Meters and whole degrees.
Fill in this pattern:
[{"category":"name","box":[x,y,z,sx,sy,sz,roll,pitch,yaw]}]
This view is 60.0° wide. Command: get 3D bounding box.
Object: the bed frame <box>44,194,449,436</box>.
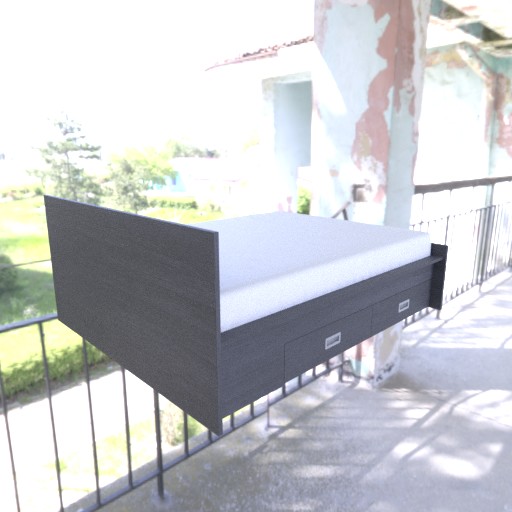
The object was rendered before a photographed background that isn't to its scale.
[{"category":"bed frame","box":[0.000,0.000,2.835,1.960,0.800,1.622,-13,19,-42]}]
